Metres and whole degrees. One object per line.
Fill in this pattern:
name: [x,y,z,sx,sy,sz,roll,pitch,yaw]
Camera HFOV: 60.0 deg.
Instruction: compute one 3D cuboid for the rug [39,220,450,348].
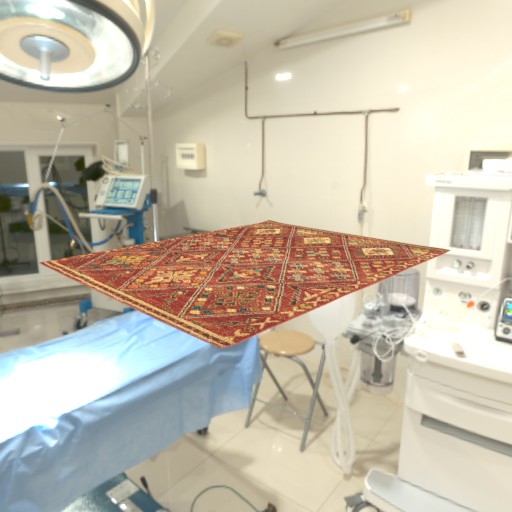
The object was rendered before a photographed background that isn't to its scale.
rug: [0.000,0.000,4.226,2.489,0.030,3.086,13,20,42]
